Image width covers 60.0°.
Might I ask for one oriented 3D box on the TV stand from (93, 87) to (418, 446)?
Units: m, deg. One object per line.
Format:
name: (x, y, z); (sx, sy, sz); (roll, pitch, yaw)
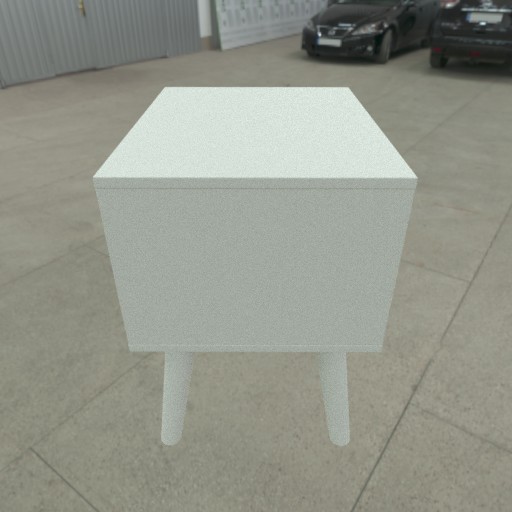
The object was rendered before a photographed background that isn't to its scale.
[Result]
TV stand: (0.000, 0.000, 0.915); (0.405, 0.559, 0.508); (0, 33, 0)
